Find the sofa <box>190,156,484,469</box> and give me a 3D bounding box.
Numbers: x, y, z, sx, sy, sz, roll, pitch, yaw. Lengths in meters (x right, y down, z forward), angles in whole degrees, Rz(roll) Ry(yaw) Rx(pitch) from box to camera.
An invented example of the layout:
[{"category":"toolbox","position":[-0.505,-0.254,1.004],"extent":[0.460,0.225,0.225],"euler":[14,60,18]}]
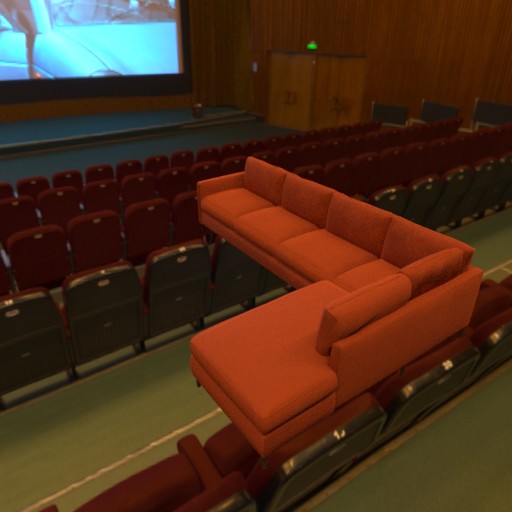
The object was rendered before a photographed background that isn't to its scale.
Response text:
[{"category":"sofa","position":[0.000,0.000,3.539],"extent":[1.879,0.757,2.736],"euler":[-19,34,-30]}]
